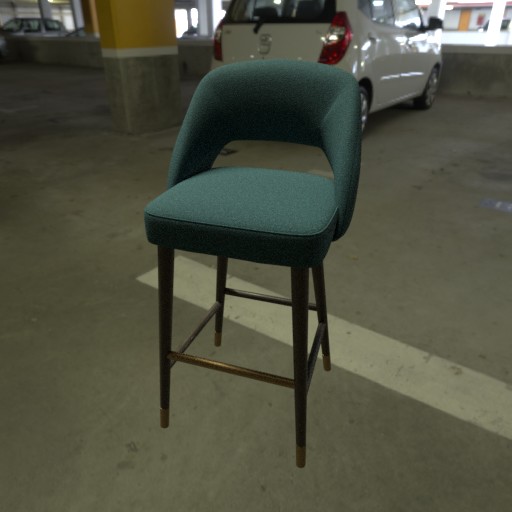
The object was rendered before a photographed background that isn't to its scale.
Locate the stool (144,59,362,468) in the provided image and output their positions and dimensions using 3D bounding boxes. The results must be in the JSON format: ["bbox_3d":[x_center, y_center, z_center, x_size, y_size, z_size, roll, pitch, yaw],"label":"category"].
[{"bbox_3d":[0.000,0.000,1.303,0.536,1.032,0.522,9,29,17],"label":"stool"}]
